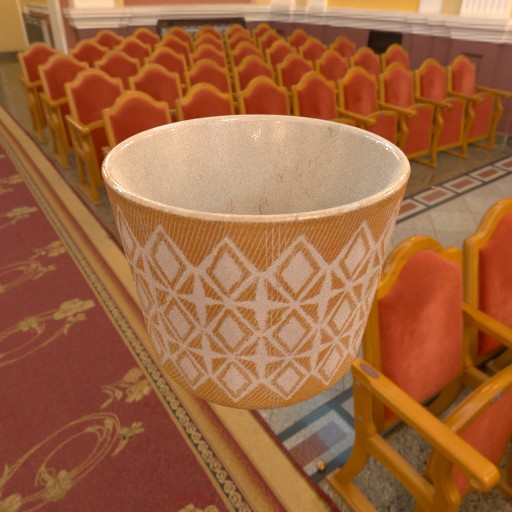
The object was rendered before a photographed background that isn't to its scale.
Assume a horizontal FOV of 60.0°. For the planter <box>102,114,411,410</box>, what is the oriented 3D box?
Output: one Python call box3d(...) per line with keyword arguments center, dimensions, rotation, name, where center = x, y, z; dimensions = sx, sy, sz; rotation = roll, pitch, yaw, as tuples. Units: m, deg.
box3d(center=(0.000, 0.000, 0.216), dimensions=(0.126, 0.104, 0.126), rotation=(0, 32, 0), name="planter")
